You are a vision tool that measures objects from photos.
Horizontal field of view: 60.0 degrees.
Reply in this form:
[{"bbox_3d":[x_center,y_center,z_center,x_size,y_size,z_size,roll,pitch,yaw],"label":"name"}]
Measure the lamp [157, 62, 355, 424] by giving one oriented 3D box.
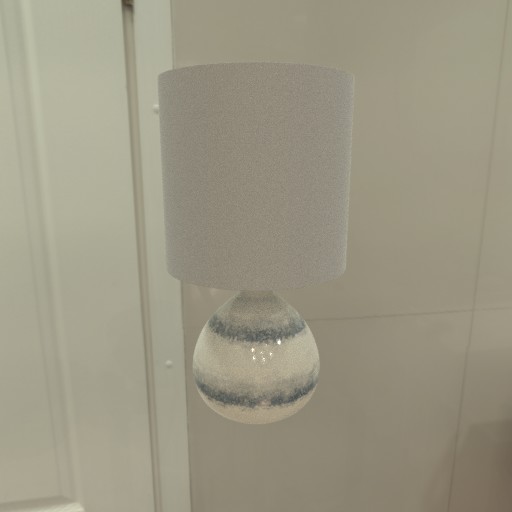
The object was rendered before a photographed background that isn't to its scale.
[{"bbox_3d":[0.000,0.000,0.543,0.216,0.404,0.216,-2,13,-9],"label":"lamp"}]
